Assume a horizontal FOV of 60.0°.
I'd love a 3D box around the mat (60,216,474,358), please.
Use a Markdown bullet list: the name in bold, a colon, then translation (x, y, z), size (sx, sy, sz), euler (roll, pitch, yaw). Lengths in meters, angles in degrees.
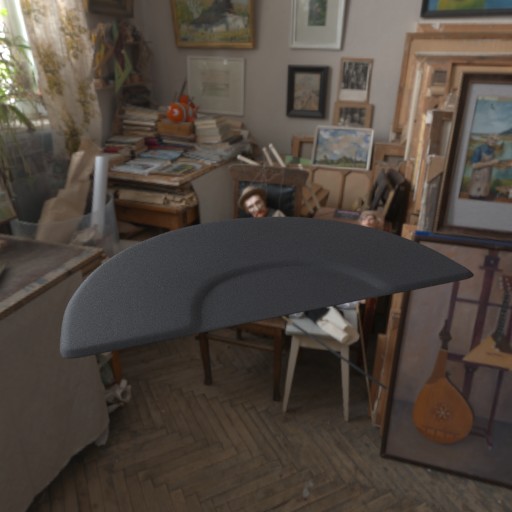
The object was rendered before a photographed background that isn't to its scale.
- **mat**: translation (0.000, 0.000, 1.886), size (1.525, 0.022, 0.917), euler (-9, 27, -18)
